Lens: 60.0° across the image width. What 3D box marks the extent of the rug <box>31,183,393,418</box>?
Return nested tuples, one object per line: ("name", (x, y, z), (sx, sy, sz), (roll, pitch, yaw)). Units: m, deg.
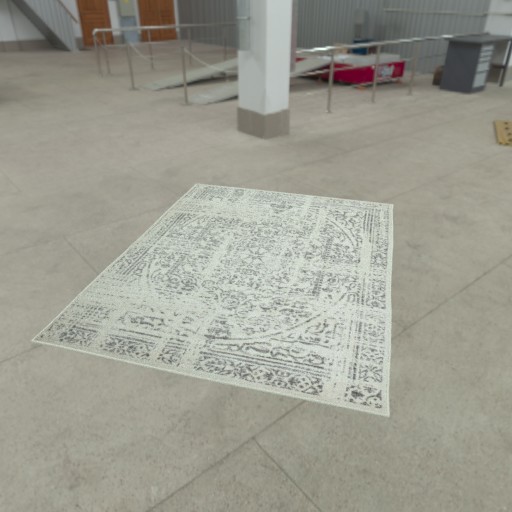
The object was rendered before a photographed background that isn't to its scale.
("rug", (0.000, 0.000, 3.869), (2.311, 0.032, 2.921), (8, 32, 13))
